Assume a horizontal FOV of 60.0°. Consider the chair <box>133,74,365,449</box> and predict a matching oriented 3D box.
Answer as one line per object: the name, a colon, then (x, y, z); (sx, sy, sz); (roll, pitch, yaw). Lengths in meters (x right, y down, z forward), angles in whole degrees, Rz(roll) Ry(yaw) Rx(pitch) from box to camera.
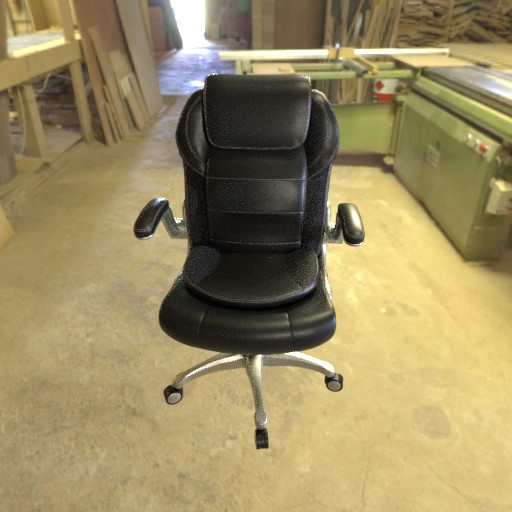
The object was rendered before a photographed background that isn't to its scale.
chair: (0.000, 0.000, 1.615); (0.724, 1.141, 0.801); (2, 31, 3)
